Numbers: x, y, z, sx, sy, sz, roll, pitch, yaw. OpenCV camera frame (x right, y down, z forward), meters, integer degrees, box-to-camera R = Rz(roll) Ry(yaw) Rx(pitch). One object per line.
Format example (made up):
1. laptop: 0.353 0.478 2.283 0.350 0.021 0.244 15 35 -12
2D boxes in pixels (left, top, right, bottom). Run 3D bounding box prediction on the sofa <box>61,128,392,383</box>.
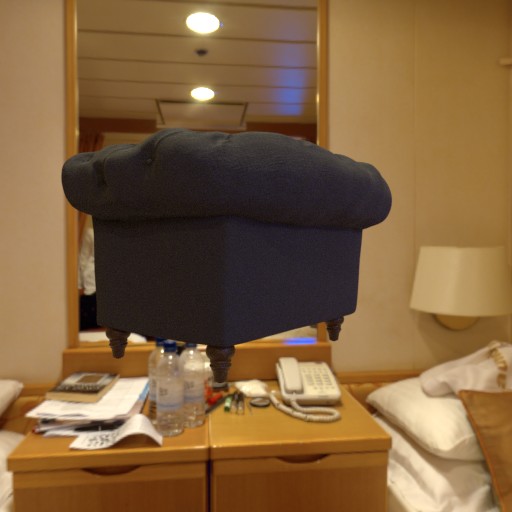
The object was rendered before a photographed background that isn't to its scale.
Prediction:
1. sofa: 0.000 0.000 2.016 1.032 0.878 1.405 1 1 36
